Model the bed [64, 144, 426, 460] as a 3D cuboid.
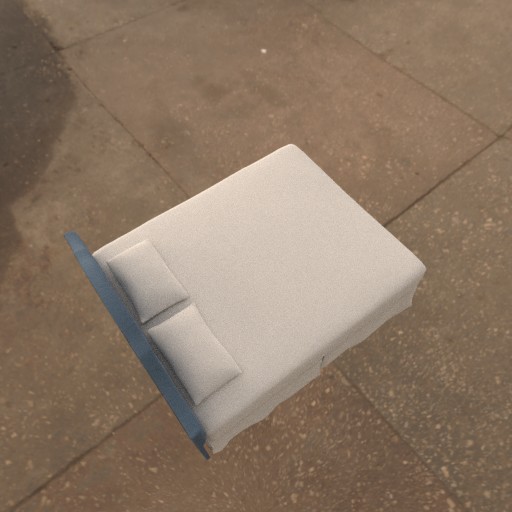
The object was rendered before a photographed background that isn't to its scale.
[{"bbox_3d":[0.000,0.000,3.822,2.477,1.617,2.039,-32,64,-18],"label":"bed"}]
